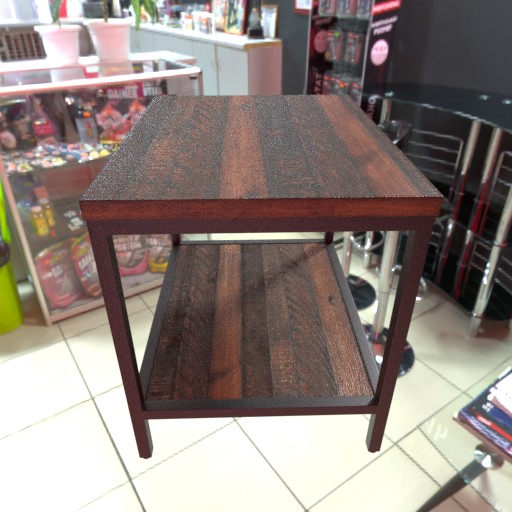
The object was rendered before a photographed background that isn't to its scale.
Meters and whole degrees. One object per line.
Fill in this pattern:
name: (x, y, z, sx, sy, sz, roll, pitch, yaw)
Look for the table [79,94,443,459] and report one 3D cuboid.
table: (0.000, 0.000, 1.083, 0.524, 0.612, 0.678, -1, 32, -1)
